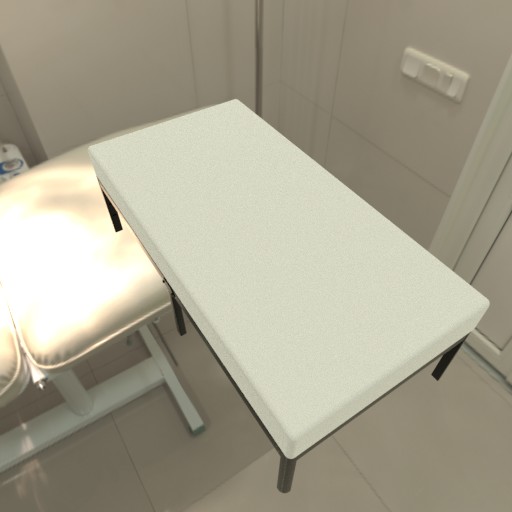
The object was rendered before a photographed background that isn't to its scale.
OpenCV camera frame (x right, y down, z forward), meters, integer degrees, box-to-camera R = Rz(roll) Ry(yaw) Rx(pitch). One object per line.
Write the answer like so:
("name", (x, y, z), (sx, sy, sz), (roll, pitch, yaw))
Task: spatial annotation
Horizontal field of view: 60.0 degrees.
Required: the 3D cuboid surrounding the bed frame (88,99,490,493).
("bed frame", (0.000, 0.000, 2.374), (1.023, 0.659, 1.950), (-26, 53, -22))
